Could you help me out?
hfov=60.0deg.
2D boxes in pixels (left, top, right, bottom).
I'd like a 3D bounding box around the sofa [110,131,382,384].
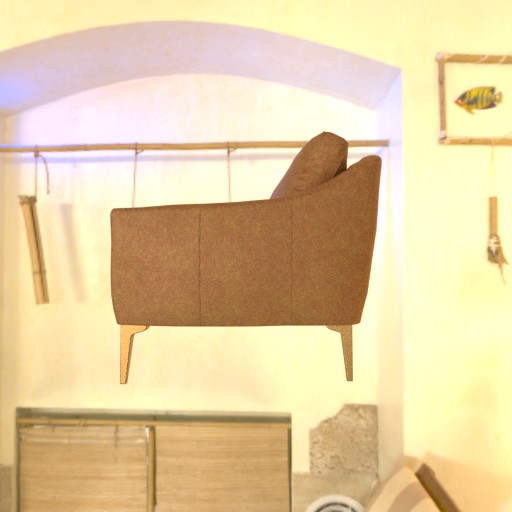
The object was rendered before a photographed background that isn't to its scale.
[{"bbox_3d":[0.000,0.000,2.531,0.981,0.945,2.036,0,-1,2],"label":"sofa"}]
